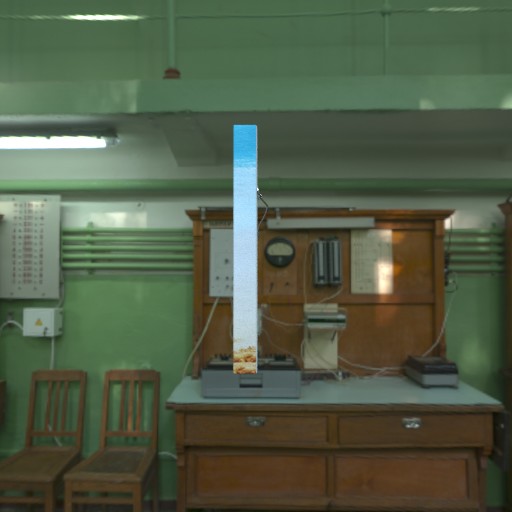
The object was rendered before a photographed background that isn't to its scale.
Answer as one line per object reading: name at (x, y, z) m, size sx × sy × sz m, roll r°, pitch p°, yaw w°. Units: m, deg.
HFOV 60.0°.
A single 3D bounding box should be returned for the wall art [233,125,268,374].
wall art at (0.000, 0.000, 0.829) m, size 0.044 × 0.254 × 0.759 m, roll 0°, pitch -1°, yaw 0°
